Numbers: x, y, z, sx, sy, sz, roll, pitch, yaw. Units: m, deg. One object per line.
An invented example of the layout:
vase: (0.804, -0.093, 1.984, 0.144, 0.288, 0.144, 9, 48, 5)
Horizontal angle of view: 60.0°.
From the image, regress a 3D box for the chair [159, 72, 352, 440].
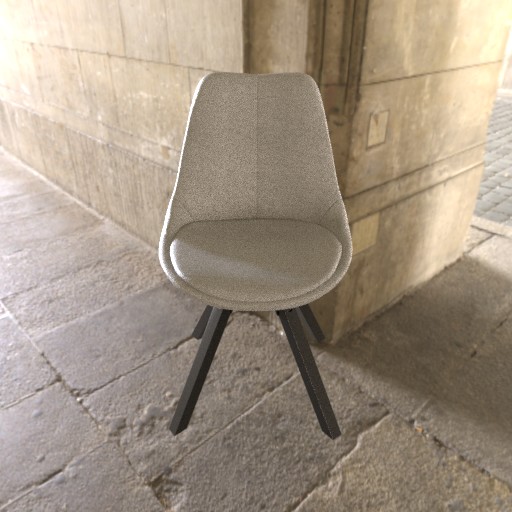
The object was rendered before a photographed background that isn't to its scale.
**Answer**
chair: (0.000, 0.000, 1.178, 0.485, 0.850, 0.550, 1, 30, 1)
